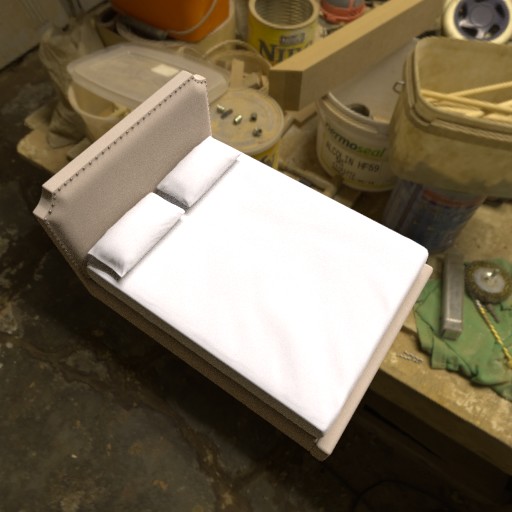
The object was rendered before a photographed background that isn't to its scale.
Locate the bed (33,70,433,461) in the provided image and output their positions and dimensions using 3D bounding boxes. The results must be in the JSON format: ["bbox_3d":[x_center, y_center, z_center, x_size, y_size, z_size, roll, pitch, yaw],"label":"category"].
[{"bbox_3d":[0.000,0.000,3.348,2.329,1.415,1.703,31,64,17],"label":"bed"}]
